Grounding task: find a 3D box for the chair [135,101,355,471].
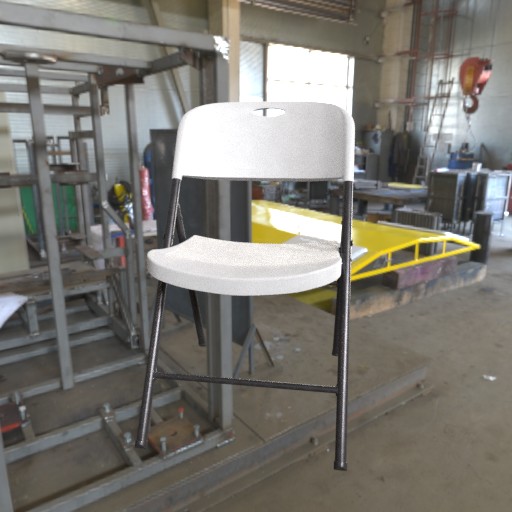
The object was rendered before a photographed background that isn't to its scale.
[{"bbox_3d":[0.000,0.000,1.166,0.494,0.810,0.566,2,15,9],"label":"chair"}]
